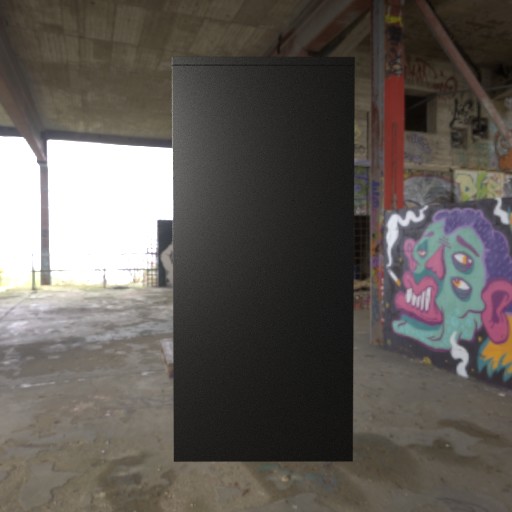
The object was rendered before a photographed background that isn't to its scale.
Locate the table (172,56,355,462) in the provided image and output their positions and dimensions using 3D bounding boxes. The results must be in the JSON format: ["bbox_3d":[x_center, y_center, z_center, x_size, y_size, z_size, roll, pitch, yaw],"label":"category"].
[{"bbox_3d":[0.000,0.000,1.329,0.380,0.790,0.930,0,1,0],"label":"table"}]
